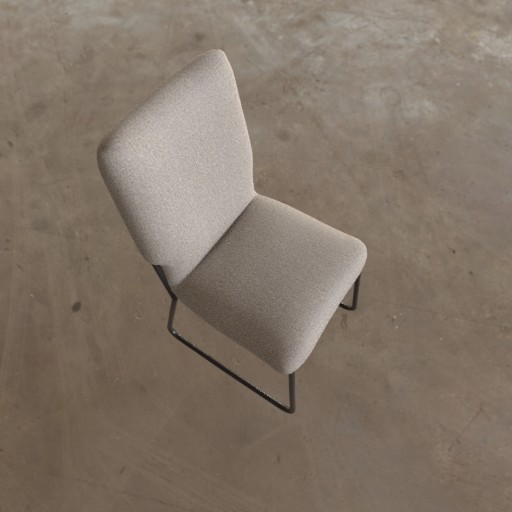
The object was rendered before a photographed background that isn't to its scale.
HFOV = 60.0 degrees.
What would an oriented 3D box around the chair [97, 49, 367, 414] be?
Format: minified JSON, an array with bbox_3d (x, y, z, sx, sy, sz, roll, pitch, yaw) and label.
[{"bbox_3d":[0.000,0.000,1.205,0.560,0.864,0.448,29,63,17],"label":"chair"}]
